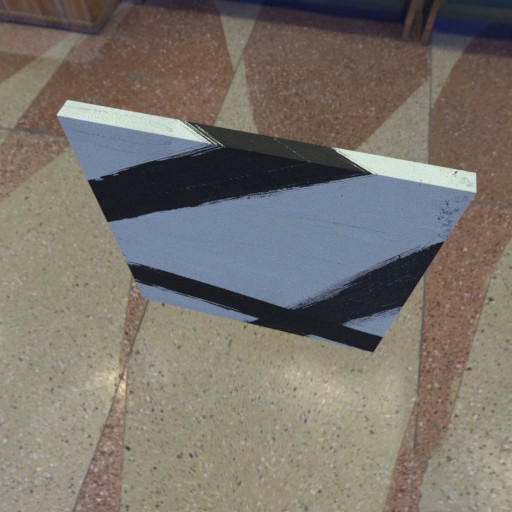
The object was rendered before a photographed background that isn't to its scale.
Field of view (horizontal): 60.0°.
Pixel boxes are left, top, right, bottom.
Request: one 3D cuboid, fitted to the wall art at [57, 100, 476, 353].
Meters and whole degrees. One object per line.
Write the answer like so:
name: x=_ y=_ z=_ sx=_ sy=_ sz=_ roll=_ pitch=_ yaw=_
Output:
wall art: x=0.000 y=0.000 z=1.119 sx=0.765 sy=0.765 sz=0.046 roll=12 pitch=59 yaw=8
